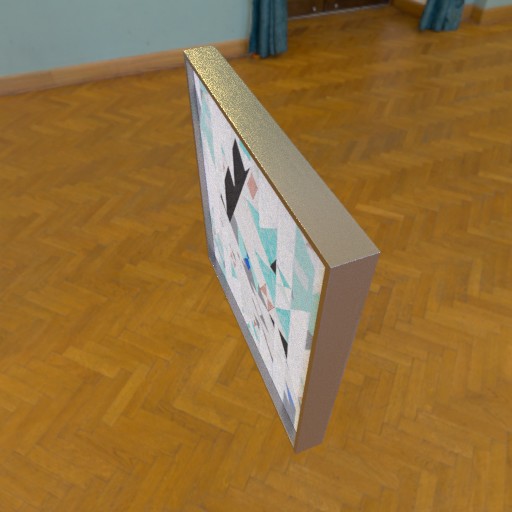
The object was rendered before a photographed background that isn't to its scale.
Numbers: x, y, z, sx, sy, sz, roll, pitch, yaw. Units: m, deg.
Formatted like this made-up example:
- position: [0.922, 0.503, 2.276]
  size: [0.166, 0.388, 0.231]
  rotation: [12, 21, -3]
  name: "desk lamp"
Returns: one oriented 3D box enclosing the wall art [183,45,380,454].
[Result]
- position: [0.000, 0.000, 0.526]
  size: [0.038, 0.350, 0.350]
  rotation: [-17, 50, -15]
  name: "wall art"
